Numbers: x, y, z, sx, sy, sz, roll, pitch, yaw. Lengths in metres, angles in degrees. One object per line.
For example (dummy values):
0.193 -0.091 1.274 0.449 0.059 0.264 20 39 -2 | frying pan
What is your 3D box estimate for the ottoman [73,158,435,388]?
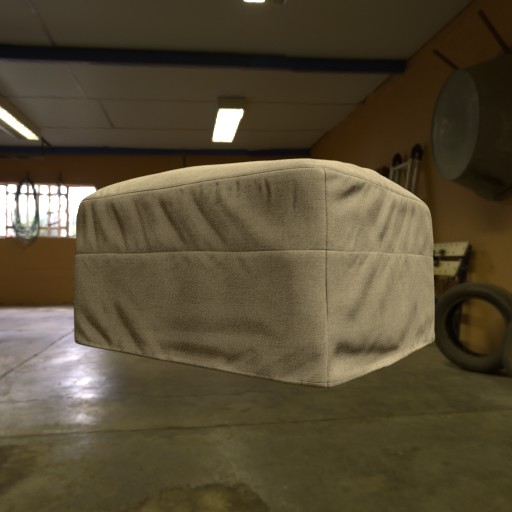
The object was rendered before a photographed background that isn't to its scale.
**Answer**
0.000 0.000 1.258 0.837 0.481 0.683 0 -1 36 | ottoman
